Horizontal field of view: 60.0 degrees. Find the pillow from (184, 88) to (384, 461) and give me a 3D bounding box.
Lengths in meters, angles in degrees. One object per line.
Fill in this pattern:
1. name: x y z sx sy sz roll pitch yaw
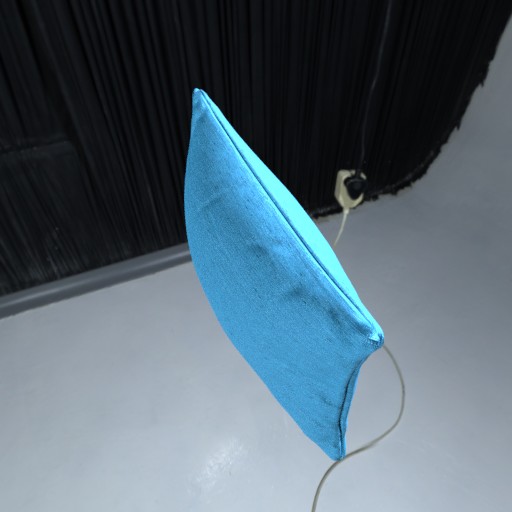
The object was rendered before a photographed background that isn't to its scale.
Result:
1. pillow: 0.000 0.000 0.775 0.210 0.338 0.633 -17 48 -16
